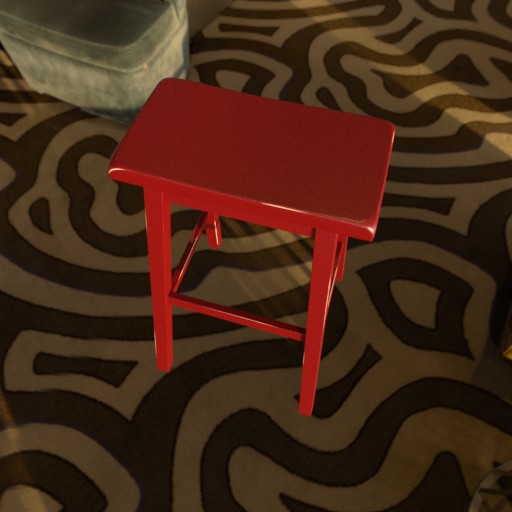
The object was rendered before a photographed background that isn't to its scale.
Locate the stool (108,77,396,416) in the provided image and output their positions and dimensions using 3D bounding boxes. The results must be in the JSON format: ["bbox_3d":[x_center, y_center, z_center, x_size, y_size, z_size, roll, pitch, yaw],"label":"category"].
[{"bbox_3d":[0.000,0.000,1.062,0.457,0.737,0.476,14,60,9],"label":"stool"}]
